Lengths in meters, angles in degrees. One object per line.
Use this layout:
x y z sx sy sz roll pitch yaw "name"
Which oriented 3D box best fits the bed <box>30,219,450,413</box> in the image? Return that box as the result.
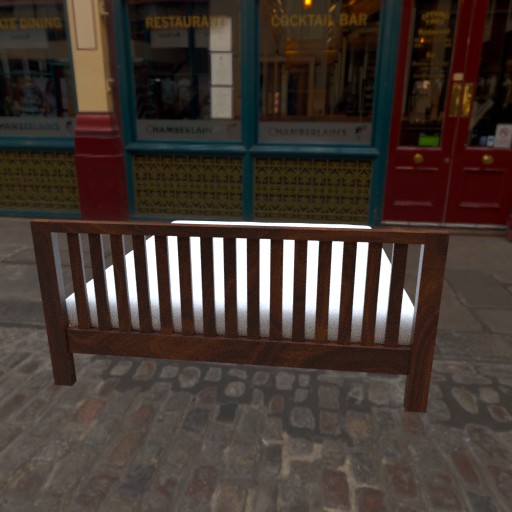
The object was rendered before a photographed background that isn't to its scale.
0.000 0.000 3.079 1.905 0.890 2.030 2 17 7 "bed"
